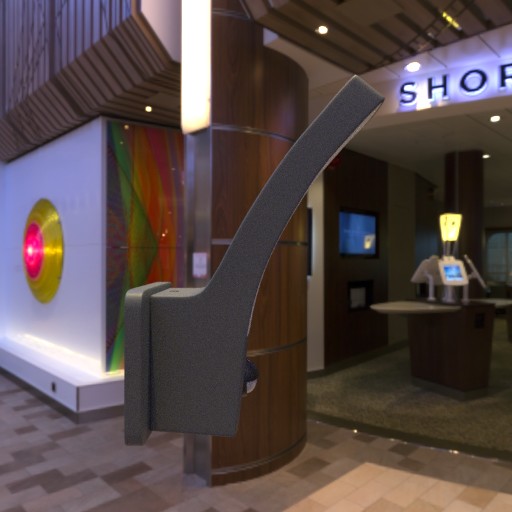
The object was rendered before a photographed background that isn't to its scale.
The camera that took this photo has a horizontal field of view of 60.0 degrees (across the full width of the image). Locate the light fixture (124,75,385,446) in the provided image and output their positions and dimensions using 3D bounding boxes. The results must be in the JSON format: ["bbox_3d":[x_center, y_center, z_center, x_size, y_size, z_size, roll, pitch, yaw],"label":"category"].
[{"bbox_3d":[0.000,0.000,0.330,0.174,0.243,0.108,0,0,0],"label":"light fixture"}]
